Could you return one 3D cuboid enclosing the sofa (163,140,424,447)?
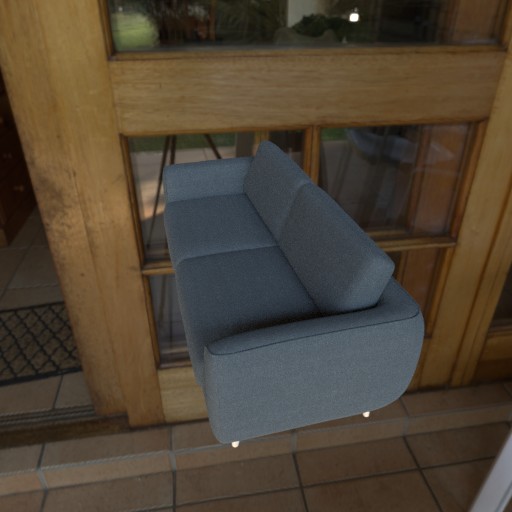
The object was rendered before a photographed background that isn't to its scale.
[{"bbox_3d":[0.000,0.000,2.475,0.920,0.850,2.000,-8,32,-13],"label":"sofa"}]
